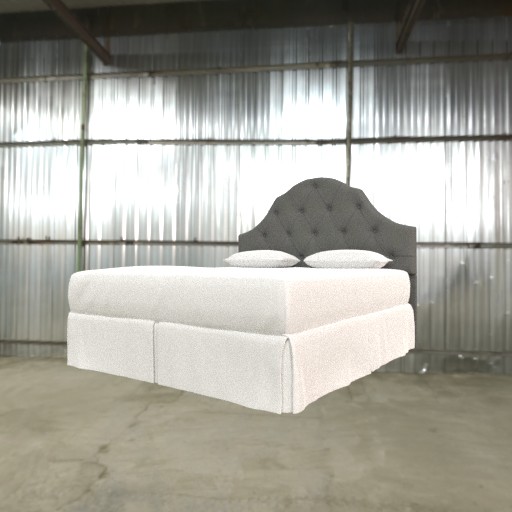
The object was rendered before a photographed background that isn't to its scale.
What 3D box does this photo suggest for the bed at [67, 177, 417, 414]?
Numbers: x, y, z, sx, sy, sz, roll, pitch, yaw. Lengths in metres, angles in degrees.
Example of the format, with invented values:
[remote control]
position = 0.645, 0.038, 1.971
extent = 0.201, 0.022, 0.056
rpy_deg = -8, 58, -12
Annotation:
[bed]
position = 0.000, 0.000, 3.608
extent = 2.008, 1.615, 2.214
rpy_deg = -1, -1, 35
